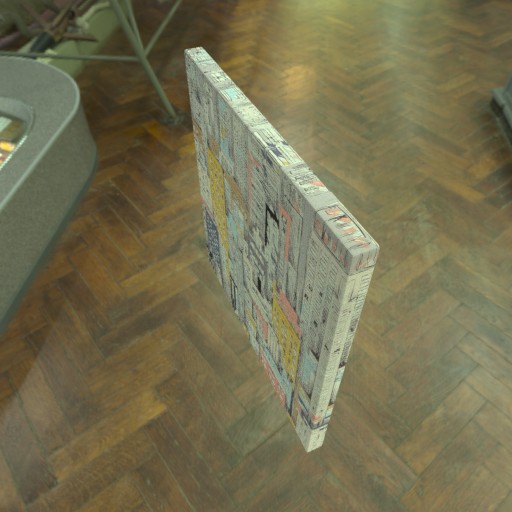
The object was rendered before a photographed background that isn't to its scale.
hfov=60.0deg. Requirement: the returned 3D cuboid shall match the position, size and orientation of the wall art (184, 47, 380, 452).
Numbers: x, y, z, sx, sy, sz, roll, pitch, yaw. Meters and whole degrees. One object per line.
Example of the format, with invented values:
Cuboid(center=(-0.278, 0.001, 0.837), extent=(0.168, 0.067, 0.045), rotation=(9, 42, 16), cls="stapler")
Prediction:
Cuboid(center=(0.000, 0.000, 1.133), extent=(0.048, 0.762, 0.761), rotation=(-18, 50, -16), cls="wall art")
